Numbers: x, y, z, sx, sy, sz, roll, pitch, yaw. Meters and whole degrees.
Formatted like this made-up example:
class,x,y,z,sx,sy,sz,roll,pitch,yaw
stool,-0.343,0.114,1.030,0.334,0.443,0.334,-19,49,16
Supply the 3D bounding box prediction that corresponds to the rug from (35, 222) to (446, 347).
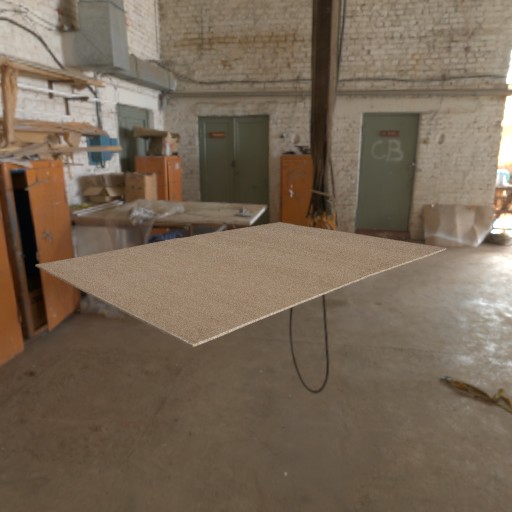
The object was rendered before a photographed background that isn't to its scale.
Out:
class,x,y,z,sx,sy,sz,roll,pitch,yaw
rug,0.000,0.000,3.741,2.869,0.038,2.032,-13,19,-43
